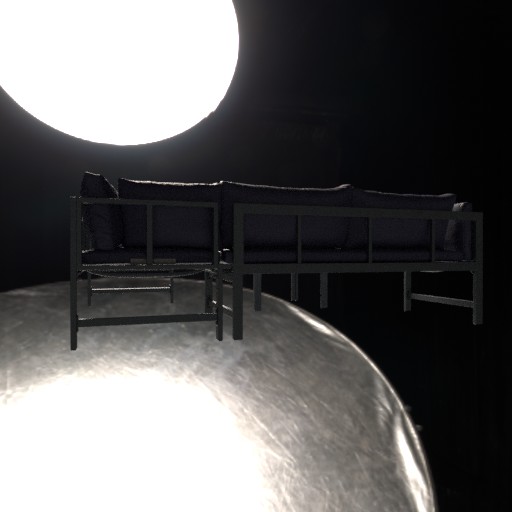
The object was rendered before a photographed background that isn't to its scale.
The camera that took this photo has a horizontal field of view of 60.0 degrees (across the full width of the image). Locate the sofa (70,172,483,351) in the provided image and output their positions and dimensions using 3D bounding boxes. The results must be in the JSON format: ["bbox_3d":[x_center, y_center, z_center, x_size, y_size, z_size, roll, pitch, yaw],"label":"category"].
[{"bbox_3d":[0.000,0.000,2.932,2.149,0.762,1.658,0,0,-18],"label":"sofa"}]
